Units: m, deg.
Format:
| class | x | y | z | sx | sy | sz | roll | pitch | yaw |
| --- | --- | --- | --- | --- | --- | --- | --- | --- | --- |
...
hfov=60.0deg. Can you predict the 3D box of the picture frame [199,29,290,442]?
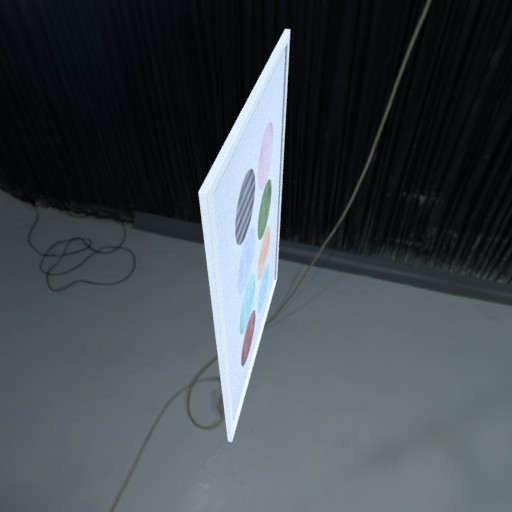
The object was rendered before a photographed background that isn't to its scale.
| class | x | y | z | sx | sy | sz | roll | pitch | yaw |
| --- | --- | --- | --- | --- | --- | --- | --- | --- | --- |
| picture frame | 0.000 | 0.000 | 1.206 | 0.013 | 0.940 | 0.659 | 10 | 47 | 9 |
